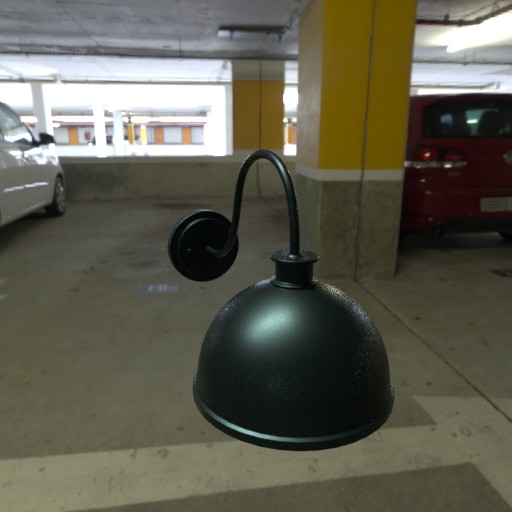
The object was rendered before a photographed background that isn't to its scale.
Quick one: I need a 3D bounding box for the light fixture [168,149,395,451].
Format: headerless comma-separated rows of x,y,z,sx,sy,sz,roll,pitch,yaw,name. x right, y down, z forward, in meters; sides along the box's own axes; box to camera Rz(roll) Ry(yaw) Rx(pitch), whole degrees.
0.000,0.000,0.628,0.253,0.295,0.467,-7,16,-25,light fixture
